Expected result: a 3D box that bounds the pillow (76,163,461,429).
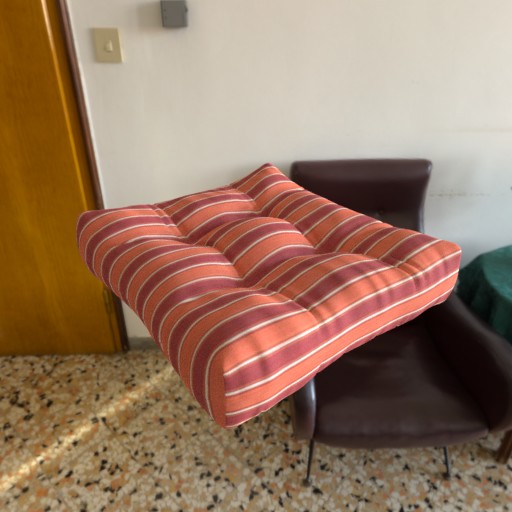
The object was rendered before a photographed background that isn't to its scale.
[{"bbox_3d":[0.000,0.000,0.749,0.468,0.133,0.490,-21,35,-32],"label":"pillow"}]
